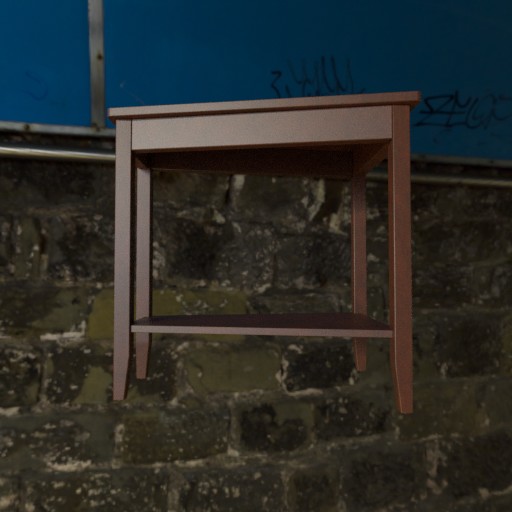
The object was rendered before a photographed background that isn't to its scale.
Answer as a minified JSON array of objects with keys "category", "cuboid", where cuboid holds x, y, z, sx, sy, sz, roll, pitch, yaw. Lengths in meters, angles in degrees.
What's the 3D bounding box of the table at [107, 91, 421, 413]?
[{"category":"table","cuboid":[0.000,0.000,0.996,0.605,0.589,0.399,0,-2,0]}]
